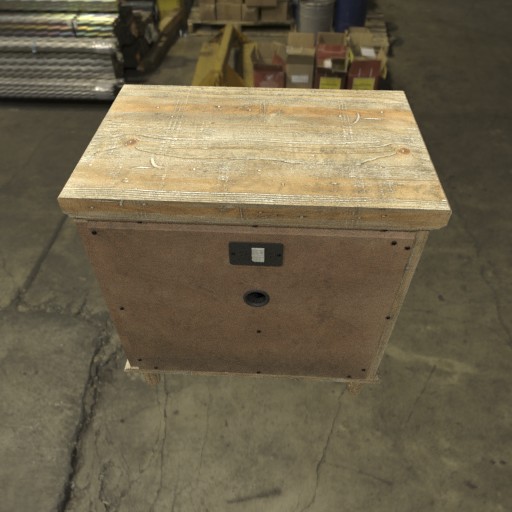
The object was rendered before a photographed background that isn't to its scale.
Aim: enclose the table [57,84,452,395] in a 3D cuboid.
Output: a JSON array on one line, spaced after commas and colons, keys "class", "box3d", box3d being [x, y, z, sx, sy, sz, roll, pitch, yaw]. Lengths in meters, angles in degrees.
[{"class": "table", "box3d": [0.000, 0.000, 1.167, 0.686, 0.711, 0.457, 2, 46, 2]}]
